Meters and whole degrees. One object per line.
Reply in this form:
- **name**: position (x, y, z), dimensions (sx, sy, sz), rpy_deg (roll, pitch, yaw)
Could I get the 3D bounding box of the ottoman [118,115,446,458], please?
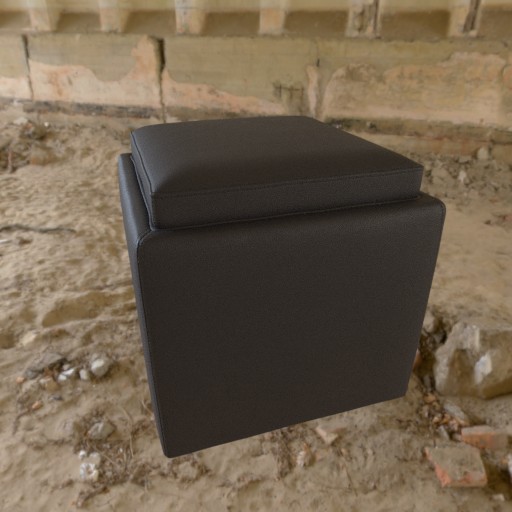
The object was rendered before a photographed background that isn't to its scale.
- **ottoman**: position (0.000, 0.000, 0.825), dimensions (0.451, 0.460, 0.450), rpy_deg (-8, 28, -16)
